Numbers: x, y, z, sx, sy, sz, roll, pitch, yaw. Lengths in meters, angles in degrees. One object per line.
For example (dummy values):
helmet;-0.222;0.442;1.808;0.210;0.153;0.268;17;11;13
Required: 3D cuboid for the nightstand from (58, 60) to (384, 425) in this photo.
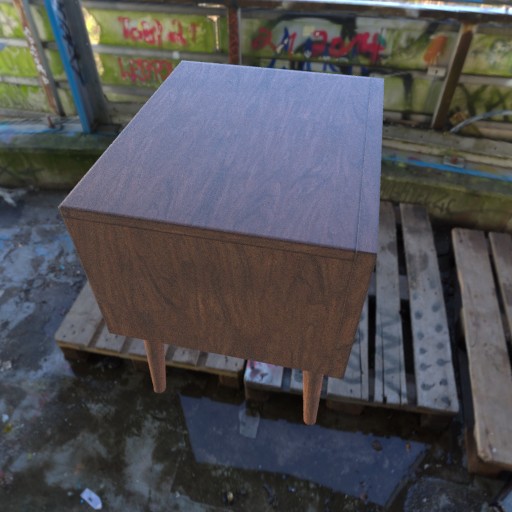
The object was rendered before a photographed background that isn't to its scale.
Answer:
nightstand;0.000;0.000;0.971;0.445;0.607;0.521;9;46;9
